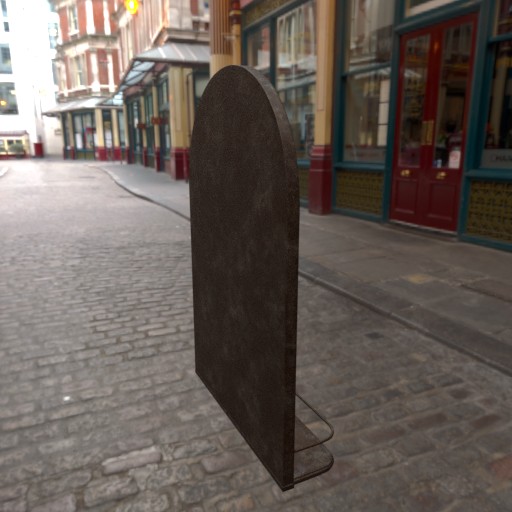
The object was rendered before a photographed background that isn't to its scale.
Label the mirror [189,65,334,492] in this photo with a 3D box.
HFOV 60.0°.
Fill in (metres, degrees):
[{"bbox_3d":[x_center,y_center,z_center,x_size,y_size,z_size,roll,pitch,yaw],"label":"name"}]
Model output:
[{"bbox_3d":[0.000,0.000,0.978,0.137,0.770,0.510,-6,15,-25],"label":"mirror"}]
